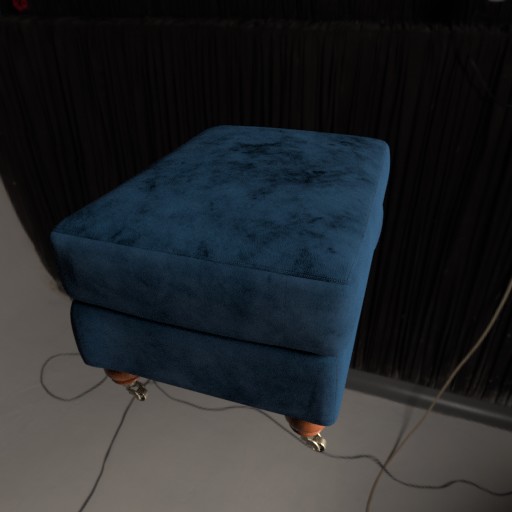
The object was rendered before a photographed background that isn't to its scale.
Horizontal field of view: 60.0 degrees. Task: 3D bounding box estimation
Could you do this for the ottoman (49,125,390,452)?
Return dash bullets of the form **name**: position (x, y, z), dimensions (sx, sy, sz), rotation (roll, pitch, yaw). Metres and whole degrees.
- **ottoman**: position (0.000, 0.000, 1.120), dimensions (0.572, 0.503, 0.773), rotation (10, 32, 16)
